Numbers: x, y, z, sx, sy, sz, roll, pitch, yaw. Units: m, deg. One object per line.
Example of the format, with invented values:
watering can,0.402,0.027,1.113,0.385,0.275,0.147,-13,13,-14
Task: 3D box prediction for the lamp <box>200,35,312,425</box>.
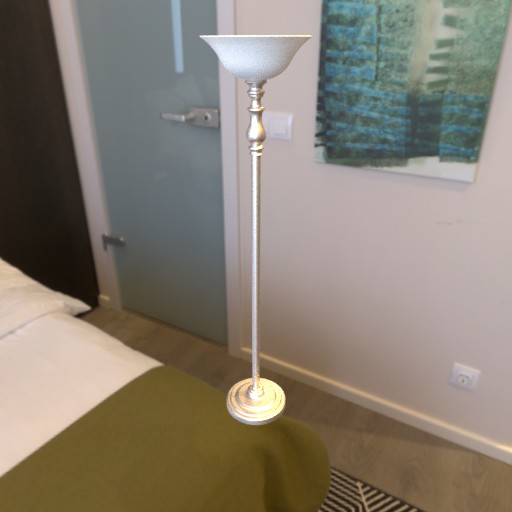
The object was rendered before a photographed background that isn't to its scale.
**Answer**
lamp,0.000,0.000,1.992,0.405,1.771,0.405,0,26,0
